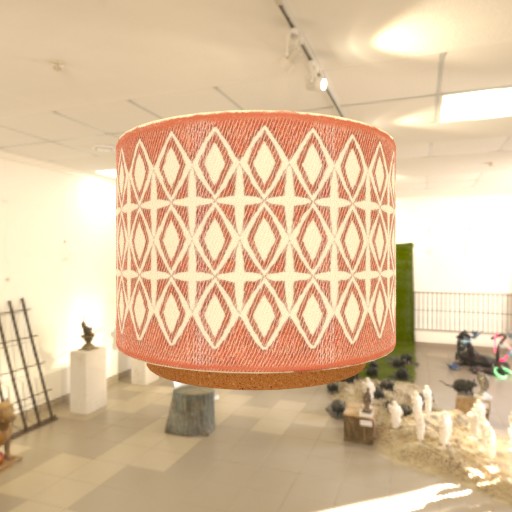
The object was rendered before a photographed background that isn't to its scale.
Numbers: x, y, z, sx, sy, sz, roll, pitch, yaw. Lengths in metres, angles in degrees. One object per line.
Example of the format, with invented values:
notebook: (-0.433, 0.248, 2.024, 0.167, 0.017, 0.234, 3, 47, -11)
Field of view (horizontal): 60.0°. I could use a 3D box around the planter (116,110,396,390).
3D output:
planter: (0.000, 0.000, 0.319, 0.192, 0.148, 0.192, 0, 0, 0)
